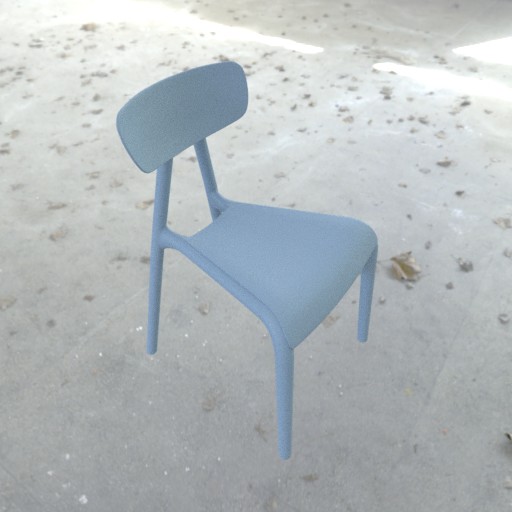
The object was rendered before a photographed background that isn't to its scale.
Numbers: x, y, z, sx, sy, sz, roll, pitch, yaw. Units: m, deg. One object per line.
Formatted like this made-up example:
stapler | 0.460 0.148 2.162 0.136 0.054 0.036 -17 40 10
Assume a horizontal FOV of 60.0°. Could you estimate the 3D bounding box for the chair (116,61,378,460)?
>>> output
chair | 0.000 0.000 0.830 0.401 0.580 0.356 26 49 25
